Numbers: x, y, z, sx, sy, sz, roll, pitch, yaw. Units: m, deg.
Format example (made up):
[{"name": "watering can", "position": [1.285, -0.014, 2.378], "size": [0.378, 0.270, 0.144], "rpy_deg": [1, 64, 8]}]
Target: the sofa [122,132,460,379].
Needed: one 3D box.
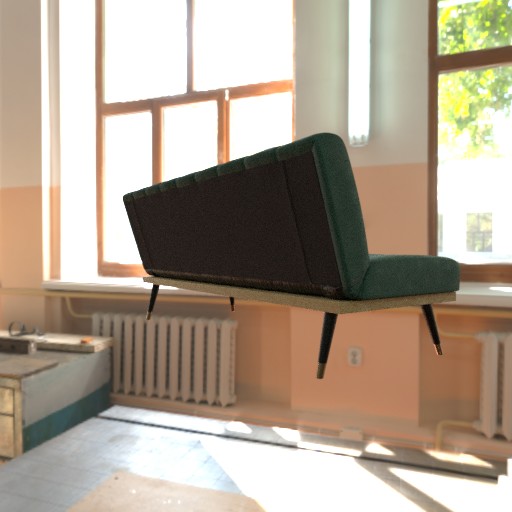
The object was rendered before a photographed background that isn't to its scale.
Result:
[{"name": "sofa", "position": [0.000, 0.000, 2.324], "size": [0.830, 0.820, 1.810], "rpy_deg": [-1, 1, -35]}]
